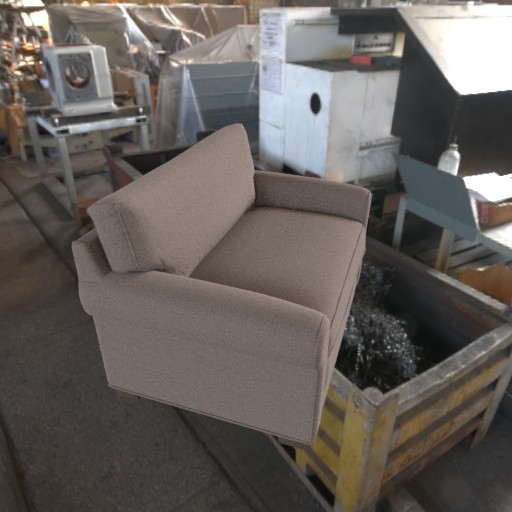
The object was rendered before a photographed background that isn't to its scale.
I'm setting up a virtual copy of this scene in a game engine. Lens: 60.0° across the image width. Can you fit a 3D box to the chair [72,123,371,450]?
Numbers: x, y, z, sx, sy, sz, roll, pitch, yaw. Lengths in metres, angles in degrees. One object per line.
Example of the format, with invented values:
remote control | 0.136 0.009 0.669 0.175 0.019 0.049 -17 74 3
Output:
chair | 0.000 0.000 2.074 0.930 0.930 1.390 10 31 17
